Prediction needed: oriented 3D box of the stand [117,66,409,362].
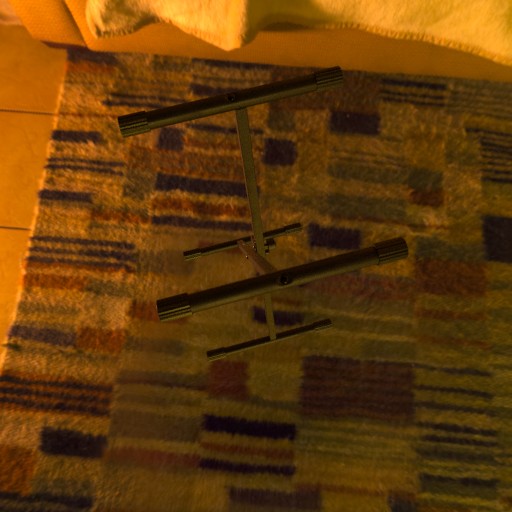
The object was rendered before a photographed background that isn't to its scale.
[{"bbox_3d":[0.000,0.000,1.167,0.449,0.940,0.409,-14,75,-4],"label":"stand"}]
